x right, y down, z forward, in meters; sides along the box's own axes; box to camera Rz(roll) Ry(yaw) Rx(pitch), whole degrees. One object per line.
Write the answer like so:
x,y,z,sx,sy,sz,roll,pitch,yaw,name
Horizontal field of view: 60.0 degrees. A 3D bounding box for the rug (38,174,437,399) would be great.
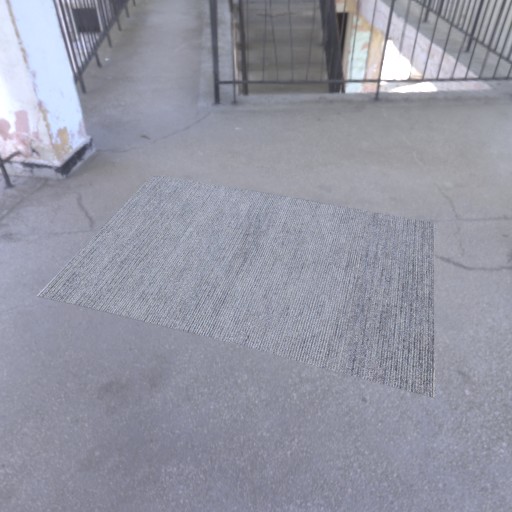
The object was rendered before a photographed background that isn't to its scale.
0.000,0.000,2.286,1.789,0.021,1.159,12,42,13,rug
